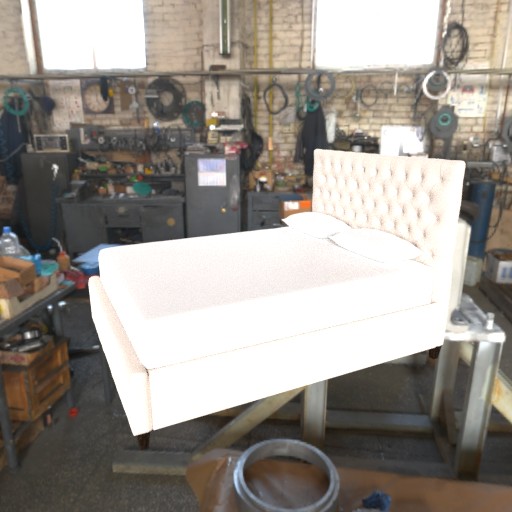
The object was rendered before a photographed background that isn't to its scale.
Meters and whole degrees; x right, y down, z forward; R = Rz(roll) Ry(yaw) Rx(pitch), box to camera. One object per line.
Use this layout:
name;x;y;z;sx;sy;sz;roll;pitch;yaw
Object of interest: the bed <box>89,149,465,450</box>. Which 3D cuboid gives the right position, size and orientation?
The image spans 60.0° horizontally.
bed;0.000;0.000;3.292;2.233;1.426;1.696;-8;18;-25
